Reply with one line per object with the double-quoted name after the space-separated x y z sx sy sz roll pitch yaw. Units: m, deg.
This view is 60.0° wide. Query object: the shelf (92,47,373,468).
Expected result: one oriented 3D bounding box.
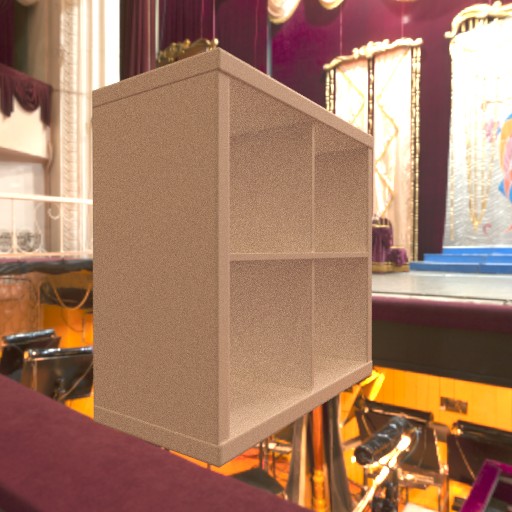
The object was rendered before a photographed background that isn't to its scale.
0.000 0.000 1.262 0.390 0.786 0.790 0 1 35 "shelf"
